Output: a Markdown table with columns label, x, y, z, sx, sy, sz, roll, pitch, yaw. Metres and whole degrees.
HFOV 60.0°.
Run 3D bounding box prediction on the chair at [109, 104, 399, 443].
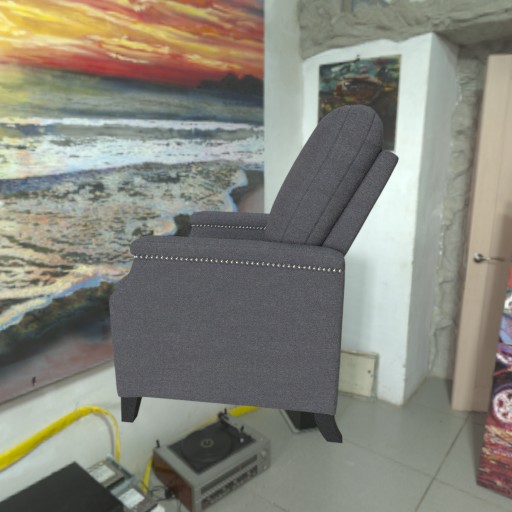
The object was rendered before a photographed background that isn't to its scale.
| label | x | y | z | sx | sy | sz | roll | pitch | yaw |
| --- | --- | --- | --- | --- | --- | --- | --- | --- | --- |
| chair | 0.000 | 0.000 | 1.676 | 0.922 | 1.049 | 0.710 | 2 | 13 | 9 |
